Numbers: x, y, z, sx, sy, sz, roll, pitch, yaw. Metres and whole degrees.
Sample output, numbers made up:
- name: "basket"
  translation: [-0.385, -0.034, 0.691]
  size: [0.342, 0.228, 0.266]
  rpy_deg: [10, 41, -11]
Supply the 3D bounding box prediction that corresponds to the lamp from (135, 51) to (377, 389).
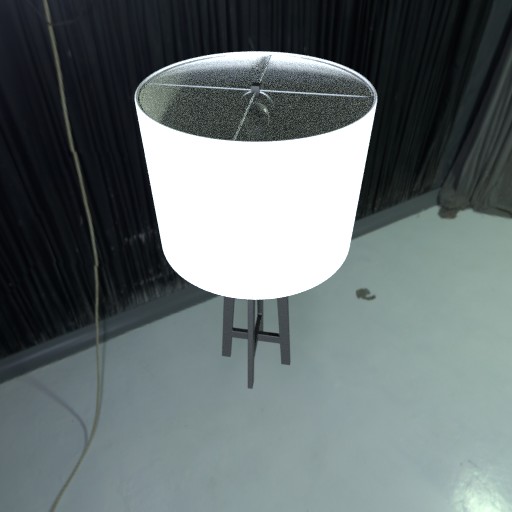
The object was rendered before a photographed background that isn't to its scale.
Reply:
- name: "lamp"
  translation: [0.000, 0.000, 0.638]
  size: [0.257, 0.489, 0.257]
  rpy_deg: [-25, 47, -26]
